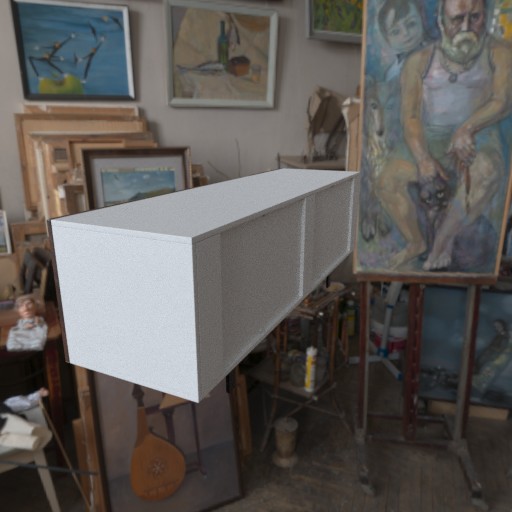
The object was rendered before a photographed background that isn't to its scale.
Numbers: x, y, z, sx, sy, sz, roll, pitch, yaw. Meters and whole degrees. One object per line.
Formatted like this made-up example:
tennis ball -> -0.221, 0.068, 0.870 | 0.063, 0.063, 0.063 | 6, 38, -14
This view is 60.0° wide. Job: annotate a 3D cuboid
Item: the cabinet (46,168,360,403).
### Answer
cabinet -> 0.000, 0.000, 1.733 | 0.431, 0.533, 1.499 | 8, 18, 25
